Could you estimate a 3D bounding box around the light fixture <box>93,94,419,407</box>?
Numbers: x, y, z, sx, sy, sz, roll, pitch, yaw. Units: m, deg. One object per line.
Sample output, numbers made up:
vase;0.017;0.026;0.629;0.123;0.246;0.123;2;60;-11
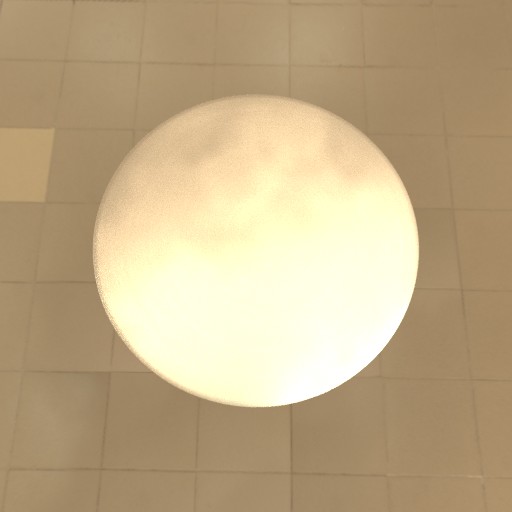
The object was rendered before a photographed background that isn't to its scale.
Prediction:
light fixture;0.000;0.000;0.446;0.280;0.135;0.280;0;75;0
